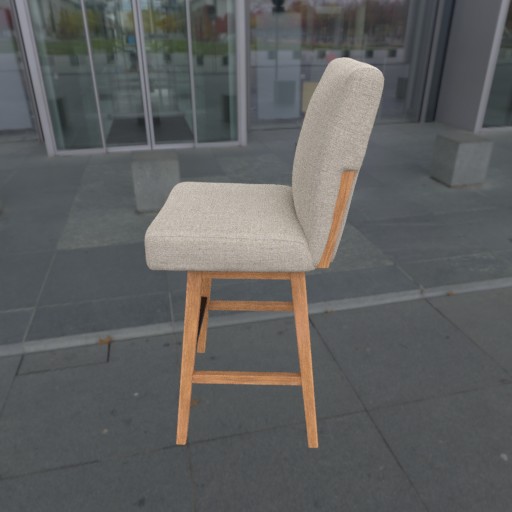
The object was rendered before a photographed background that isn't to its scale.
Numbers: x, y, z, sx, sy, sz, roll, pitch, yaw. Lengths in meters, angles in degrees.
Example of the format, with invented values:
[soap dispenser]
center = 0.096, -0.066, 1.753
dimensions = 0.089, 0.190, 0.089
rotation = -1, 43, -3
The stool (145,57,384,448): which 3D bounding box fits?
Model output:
[stool]
center = 0.000, 0.000, 1.367
dimensions = 0.569, 1.106, 0.483
rotation = 1, 27, 1
